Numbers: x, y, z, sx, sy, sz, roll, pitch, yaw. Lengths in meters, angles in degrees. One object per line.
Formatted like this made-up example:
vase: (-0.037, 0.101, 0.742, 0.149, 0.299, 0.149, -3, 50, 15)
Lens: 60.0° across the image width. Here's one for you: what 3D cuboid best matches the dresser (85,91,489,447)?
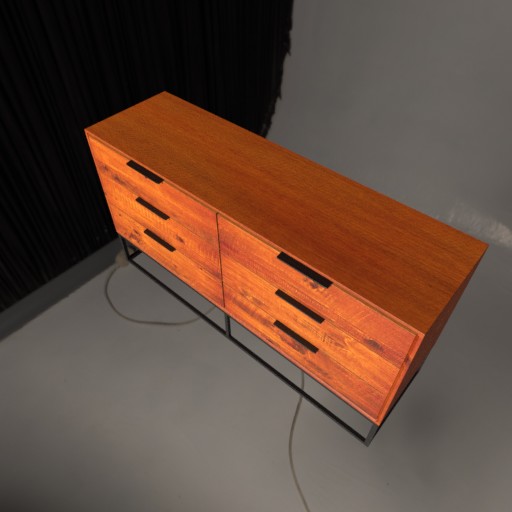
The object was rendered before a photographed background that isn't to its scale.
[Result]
dresser: (0.000, 0.000, 1.909, 1.536, 0.810, 0.464, 32, 55, 27)
